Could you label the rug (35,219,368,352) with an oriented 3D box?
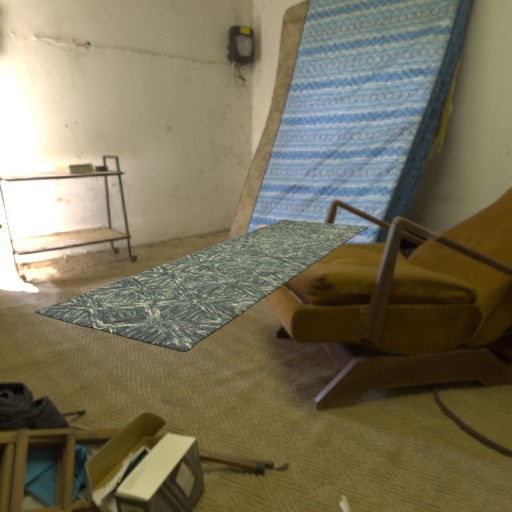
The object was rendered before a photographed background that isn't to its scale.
[{"bbox_3d":[0.000,0.000,2.517,0.719,0.013,2.306,8,16,27],"label":"rug"}]
